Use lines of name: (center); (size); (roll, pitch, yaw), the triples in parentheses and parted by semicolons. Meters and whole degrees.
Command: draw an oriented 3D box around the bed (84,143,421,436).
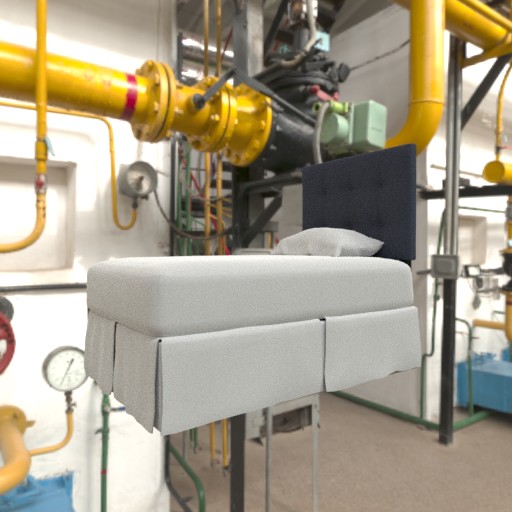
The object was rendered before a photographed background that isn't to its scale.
bed: (0.000, 0.000, 2.999); (1.997, 1.571, 1.261); (-1, 1, -35)
